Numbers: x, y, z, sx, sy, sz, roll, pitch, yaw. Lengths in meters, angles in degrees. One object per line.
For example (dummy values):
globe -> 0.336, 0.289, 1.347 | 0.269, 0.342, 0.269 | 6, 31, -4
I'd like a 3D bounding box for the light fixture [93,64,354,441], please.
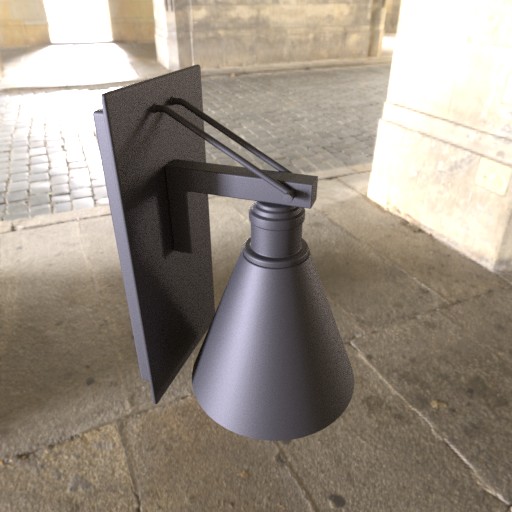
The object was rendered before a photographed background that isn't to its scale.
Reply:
light fixture -> 0.000, 0.000, 0.404 | 0.207, 0.298, 0.170 | 10, 32, 17
